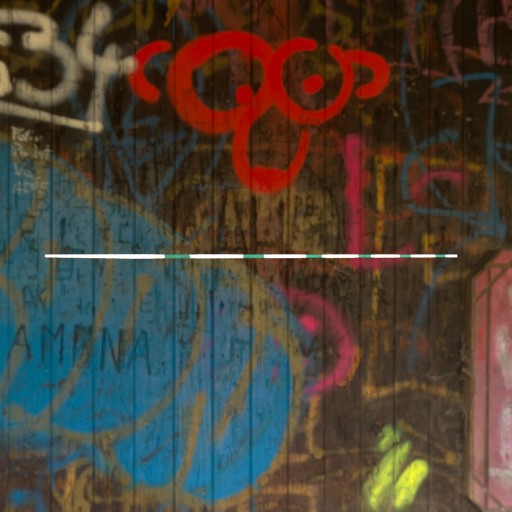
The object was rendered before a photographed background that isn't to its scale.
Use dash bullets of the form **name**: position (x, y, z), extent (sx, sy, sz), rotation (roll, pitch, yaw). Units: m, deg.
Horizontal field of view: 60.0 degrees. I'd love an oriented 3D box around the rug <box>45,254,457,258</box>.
- **rug**: position (0.000, 0.000, 2.352), extent (1.829, 0.012, 1.210), rotation (0, 0, -36)
